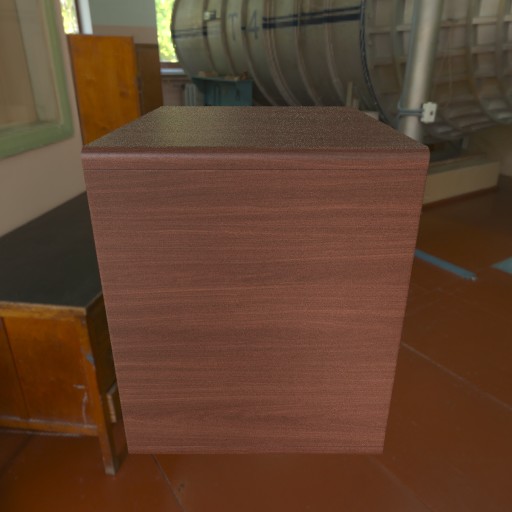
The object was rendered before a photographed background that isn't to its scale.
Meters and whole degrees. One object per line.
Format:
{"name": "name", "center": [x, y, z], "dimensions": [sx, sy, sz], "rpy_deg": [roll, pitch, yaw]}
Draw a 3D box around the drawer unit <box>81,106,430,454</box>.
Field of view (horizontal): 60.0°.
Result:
{"name": "drawer unit", "center": [0.000, 0.000, 0.596], "dimensions": [0.290, 0.351, 0.349], "rpy_deg": [0, 24, 0]}
